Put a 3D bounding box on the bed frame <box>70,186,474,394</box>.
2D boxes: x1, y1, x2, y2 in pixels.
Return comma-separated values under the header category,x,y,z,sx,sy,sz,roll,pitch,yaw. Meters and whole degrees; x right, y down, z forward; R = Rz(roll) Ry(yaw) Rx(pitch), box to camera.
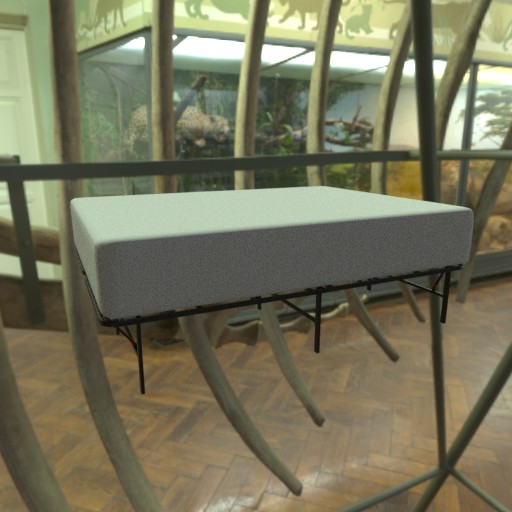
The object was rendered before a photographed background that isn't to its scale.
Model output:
category,x,y,z,sx,sy,sz,roll,pitch,yaw
bed frame,0.000,0.000,2.785,2.037,0.677,1.528,-7,16,-25
